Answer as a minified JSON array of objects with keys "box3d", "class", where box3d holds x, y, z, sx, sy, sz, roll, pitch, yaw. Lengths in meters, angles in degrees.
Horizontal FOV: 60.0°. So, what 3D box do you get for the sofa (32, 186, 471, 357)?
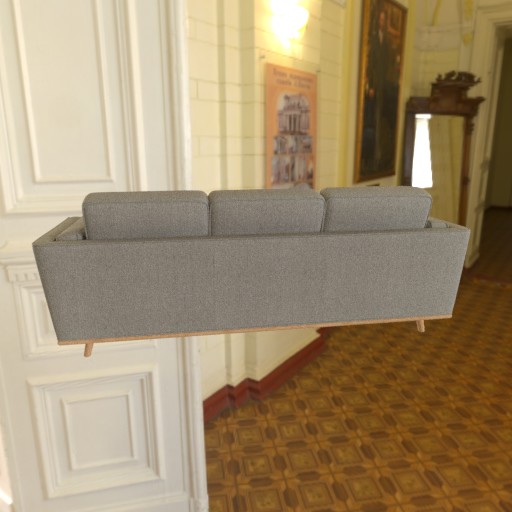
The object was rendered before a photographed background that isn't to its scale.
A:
[{"box3d":[0.000,0.000,2.774,2.362,0.899,0.903,-2,15,-9],"class":"sofa"}]
